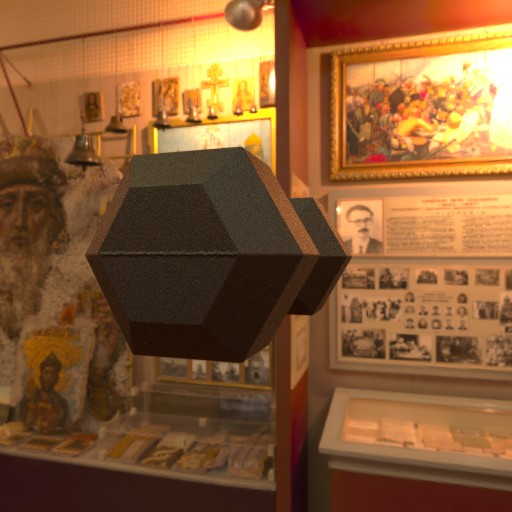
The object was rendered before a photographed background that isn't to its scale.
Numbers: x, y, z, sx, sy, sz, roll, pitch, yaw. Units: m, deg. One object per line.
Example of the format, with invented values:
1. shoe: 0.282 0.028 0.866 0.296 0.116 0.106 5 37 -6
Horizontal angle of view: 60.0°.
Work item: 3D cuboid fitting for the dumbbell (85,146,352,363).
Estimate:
1. dumbbell: 0.000 0.000 0.437 0.157 0.137 0.361 0 0 18
